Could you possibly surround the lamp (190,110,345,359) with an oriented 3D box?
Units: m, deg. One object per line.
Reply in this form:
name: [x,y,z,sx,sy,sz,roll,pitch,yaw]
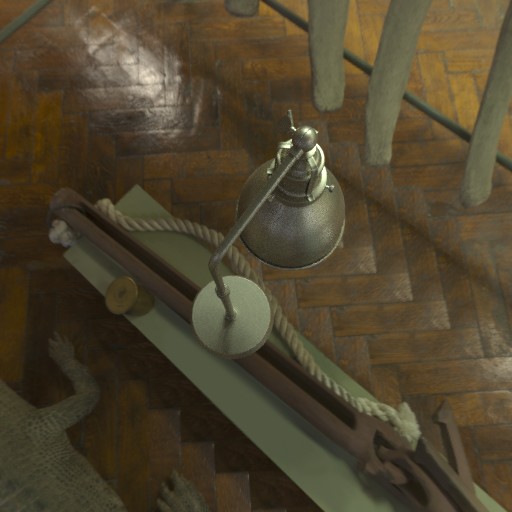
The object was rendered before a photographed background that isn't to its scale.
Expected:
lamp: [0.000,0.000,0.600,0.153,0.456,0.286,40,78,10]
